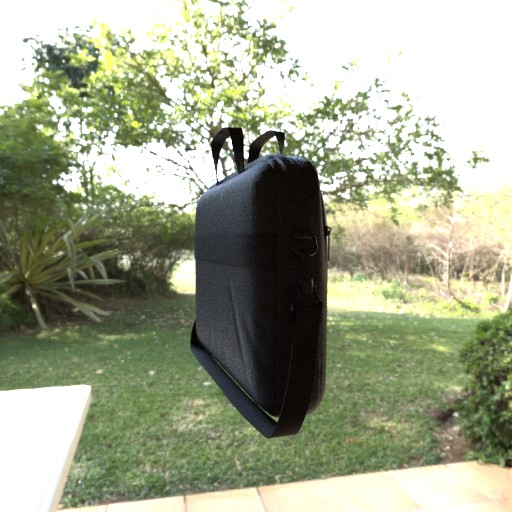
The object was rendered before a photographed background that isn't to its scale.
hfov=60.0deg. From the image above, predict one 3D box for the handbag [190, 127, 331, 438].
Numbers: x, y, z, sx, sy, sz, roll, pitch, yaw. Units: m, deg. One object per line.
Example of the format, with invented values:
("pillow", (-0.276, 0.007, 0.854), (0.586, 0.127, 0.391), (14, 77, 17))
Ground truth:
("handbag", (0.000, 0.000, 0.442), (0.089, 0.244, 0.320), (-1, 2, -19))
